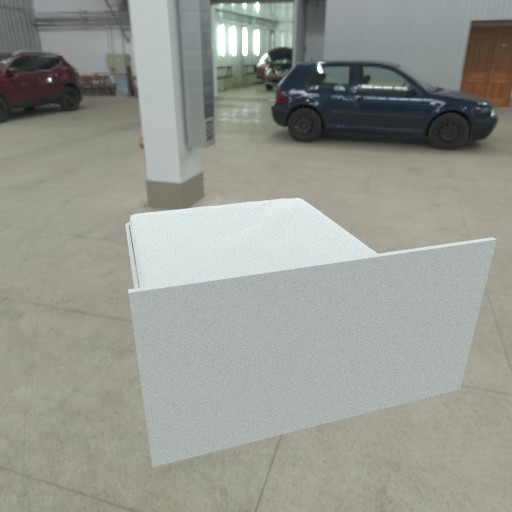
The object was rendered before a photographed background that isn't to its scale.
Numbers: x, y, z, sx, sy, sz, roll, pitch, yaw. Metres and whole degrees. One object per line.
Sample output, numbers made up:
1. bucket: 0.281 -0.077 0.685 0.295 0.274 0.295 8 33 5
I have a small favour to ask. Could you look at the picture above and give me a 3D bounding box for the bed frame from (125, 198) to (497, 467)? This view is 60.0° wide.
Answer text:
1. bed frame: 0.000 0.000 2.657 1.490 0.800 1.950 -8 26 -16
